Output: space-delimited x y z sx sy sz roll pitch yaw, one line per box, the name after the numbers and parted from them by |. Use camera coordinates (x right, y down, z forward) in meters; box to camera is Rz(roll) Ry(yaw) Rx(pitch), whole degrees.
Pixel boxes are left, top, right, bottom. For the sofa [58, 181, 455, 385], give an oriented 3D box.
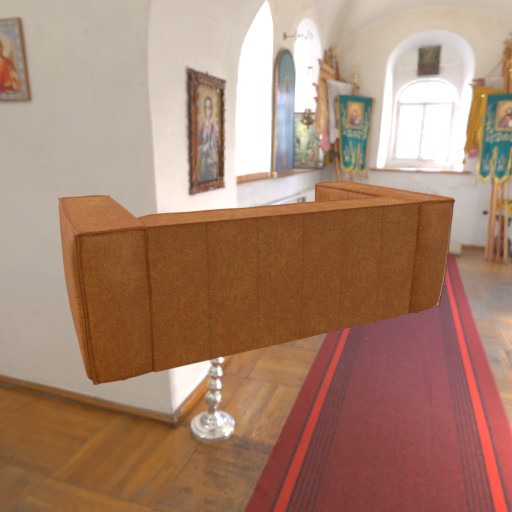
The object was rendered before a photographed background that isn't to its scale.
0.000 0.000 2.630 2.088 0.703 1.102 -7 17 -25 | sofa
